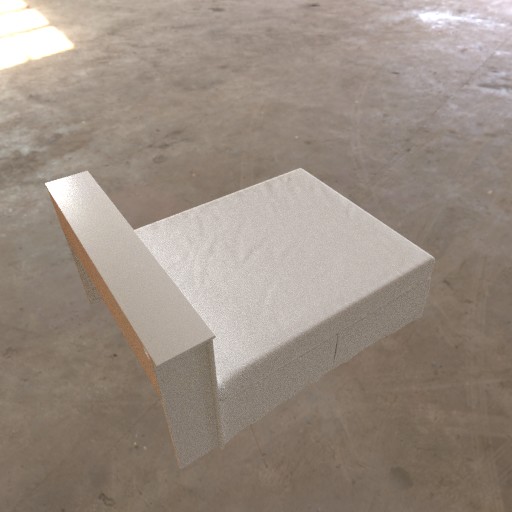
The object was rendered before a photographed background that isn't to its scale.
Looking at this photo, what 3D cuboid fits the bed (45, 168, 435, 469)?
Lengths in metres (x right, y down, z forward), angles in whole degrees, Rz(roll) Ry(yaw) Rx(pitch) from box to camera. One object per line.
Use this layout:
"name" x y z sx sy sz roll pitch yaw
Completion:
"bed" 0.000 0.000 3.133 2.133 1.092 1.671 -25 47 -25
